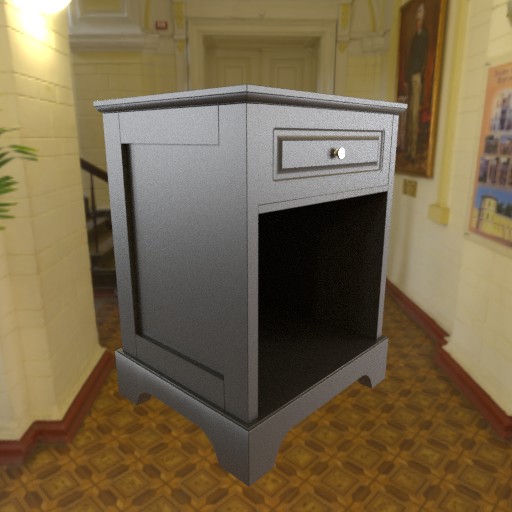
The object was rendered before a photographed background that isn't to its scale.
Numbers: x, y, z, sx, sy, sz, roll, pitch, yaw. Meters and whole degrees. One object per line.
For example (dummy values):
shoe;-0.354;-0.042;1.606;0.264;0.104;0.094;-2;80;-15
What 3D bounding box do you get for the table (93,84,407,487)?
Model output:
table;0.000;0.000;0.930;0.399;0.610;0.460;13;20;41
